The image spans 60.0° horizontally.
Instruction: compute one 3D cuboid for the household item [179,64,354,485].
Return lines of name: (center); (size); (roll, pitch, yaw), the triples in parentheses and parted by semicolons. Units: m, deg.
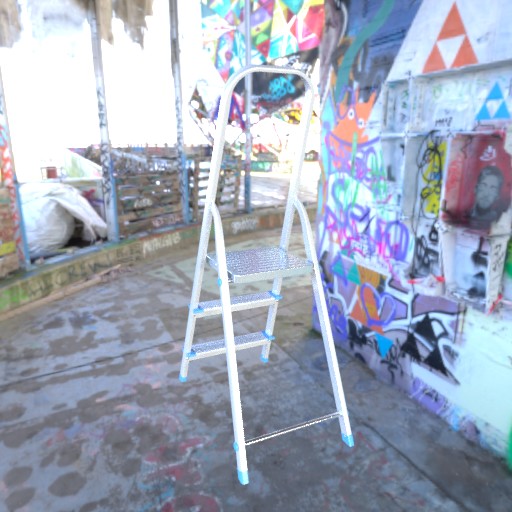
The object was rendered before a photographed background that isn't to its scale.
household item: (0.000, 0.000, 1.563); (0.420, 1.215, 0.687); (-7, 16, -25)
